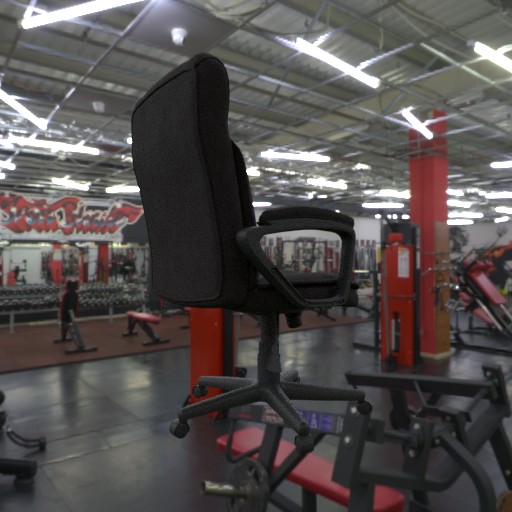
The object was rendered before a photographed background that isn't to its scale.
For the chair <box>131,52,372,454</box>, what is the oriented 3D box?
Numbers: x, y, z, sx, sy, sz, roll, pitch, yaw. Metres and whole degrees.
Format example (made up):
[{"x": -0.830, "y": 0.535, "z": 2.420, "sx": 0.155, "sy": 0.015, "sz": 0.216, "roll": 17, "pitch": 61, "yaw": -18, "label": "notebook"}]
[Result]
[{"x": 0.000, "y": 0.000, "z": 1.522, "sx": 0.724, "sy": 1.105, "sz": 0.667, "roll": 0, "pitch": -1, "yaw": -35, "label": "chair"}]
